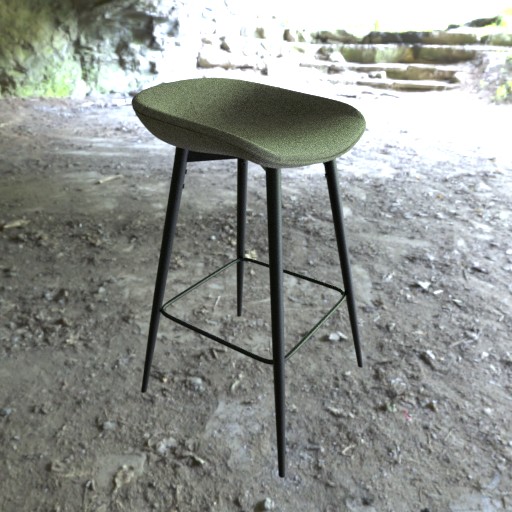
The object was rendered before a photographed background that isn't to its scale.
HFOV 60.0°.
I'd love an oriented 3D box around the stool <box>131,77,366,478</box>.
[{"bbox_3d":[0.000,0.000,1.124,0.480,0.814,0.469,18,32,31],"label":"stool"}]
